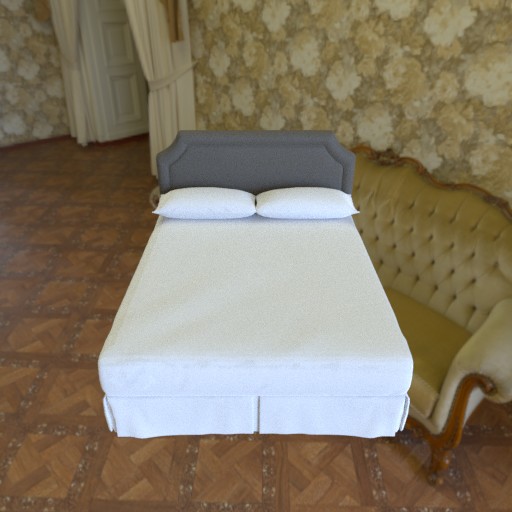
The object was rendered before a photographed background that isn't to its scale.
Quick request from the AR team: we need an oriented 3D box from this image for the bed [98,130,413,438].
[{"bbox_3d":[0.000,0.000,3.878,2.194,1.561,2.536,0,30,0],"label":"bed"}]
